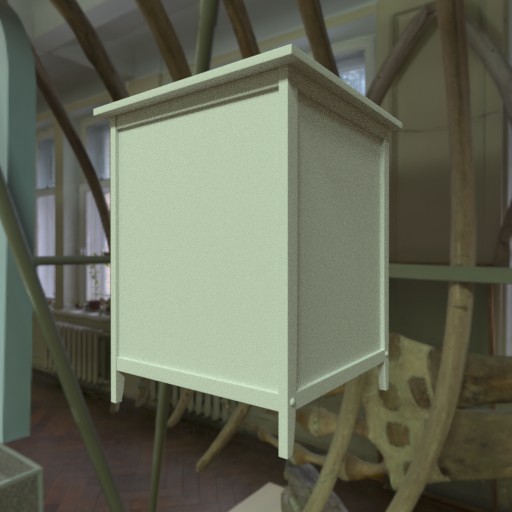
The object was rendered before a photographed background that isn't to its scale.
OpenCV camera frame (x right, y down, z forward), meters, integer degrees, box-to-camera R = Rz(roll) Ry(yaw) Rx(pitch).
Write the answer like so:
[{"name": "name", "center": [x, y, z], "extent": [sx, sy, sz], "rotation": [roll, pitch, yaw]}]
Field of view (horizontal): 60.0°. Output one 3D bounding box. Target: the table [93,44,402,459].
[{"name": "table", "center": [0.000, 0.000, 0.767], "extent": [0.381, 0.483, 0.381], "rotation": [0, 0, 36]}]
